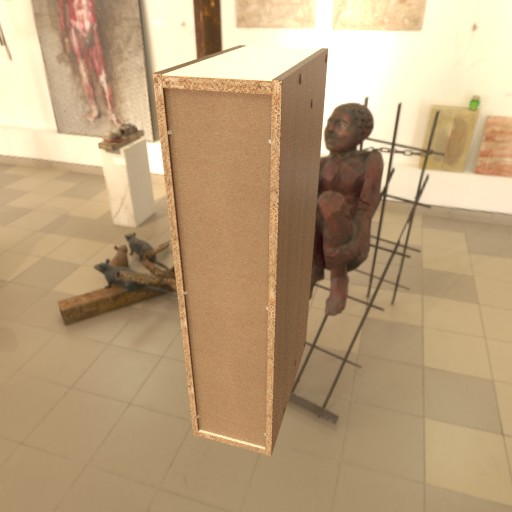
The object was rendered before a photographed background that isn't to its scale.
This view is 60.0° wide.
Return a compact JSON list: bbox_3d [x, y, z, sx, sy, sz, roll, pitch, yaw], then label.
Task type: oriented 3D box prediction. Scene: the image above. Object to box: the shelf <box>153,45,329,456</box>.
[{"bbox_3d":[0.000,0.000,0.731,0.147,0.600,0.290,9,32,15],"label":"shelf"}]
